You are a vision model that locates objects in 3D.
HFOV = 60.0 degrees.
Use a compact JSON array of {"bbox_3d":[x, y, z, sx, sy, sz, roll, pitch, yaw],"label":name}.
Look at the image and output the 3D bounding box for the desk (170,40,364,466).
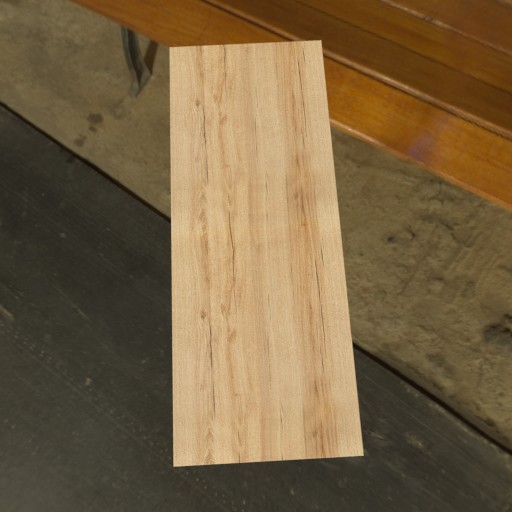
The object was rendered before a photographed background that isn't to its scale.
[{"bbox_3d":[0.000,0.000,1.811,0.550,0.760,1.400,-3,77,-1],"label":"desk"}]
